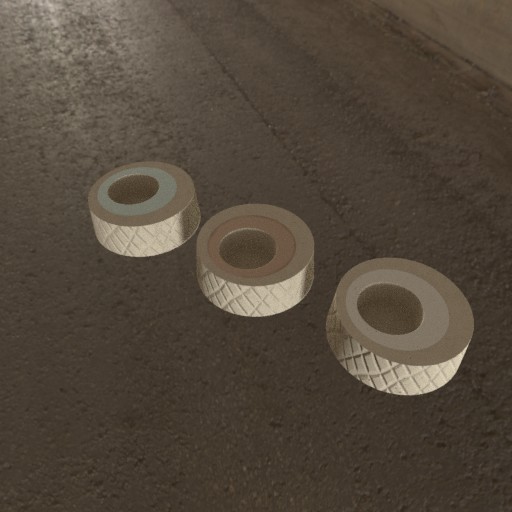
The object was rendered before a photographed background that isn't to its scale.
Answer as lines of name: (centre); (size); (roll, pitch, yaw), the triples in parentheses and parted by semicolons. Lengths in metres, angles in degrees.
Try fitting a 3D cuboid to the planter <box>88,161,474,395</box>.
planter: (0.000, 0.000, 0.417); (0.390, 0.038, 0.114); (24, 51, 22)
